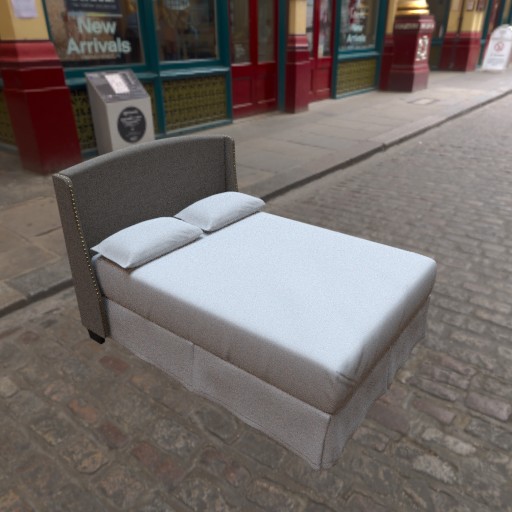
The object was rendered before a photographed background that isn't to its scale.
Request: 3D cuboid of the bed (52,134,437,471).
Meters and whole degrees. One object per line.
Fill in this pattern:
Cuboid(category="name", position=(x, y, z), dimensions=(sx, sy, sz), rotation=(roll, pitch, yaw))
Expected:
Cuboid(category="bed", position=(0.000, 0.000, 3.275), dimensions=(2.237, 1.407, 1.710), rotation=(19, 32, 33))
